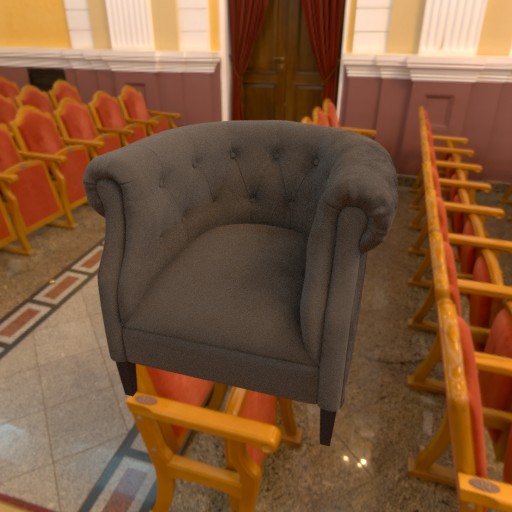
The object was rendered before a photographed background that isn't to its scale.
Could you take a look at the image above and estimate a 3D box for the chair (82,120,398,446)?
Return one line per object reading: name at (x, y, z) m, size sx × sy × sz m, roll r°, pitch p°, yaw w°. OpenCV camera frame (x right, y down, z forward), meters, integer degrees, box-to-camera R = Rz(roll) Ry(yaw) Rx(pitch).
chair at (0.000, 0.000, 1.597) m, size 0.904 × 0.826 × 0.851 m, roll 8°, pitch 29°, yaw 15°
